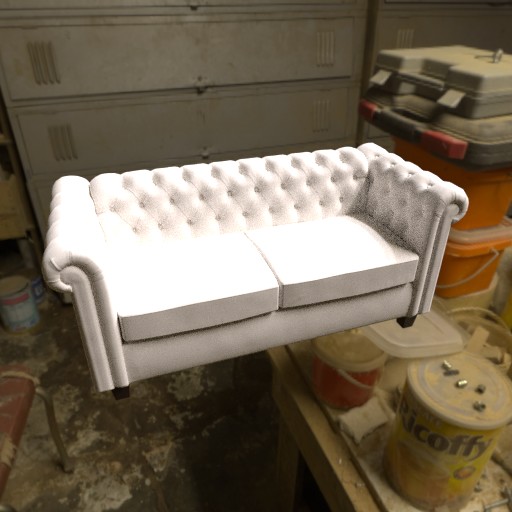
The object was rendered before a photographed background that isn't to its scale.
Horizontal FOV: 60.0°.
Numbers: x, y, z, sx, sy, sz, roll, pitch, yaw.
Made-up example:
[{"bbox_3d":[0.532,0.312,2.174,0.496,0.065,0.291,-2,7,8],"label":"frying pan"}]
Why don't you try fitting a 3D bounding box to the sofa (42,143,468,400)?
[{"bbox_3d":[0.000,0.000,2.210,1.798,0.796,0.771,-10,32,-16],"label":"sofa"}]
